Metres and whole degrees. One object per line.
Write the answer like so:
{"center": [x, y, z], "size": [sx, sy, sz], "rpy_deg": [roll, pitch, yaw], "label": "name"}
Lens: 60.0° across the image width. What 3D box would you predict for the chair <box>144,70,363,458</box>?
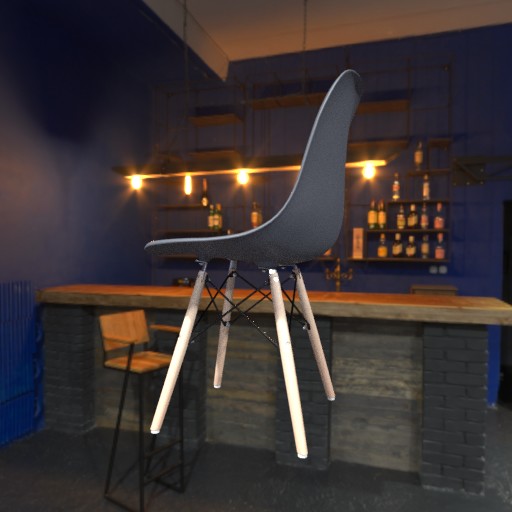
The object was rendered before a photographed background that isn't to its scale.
{"center": [0.000, 0.000, 1.141], "size": [0.533, 0.826, 0.470], "rpy_deg": [0, 1, 19], "label": "chair"}
